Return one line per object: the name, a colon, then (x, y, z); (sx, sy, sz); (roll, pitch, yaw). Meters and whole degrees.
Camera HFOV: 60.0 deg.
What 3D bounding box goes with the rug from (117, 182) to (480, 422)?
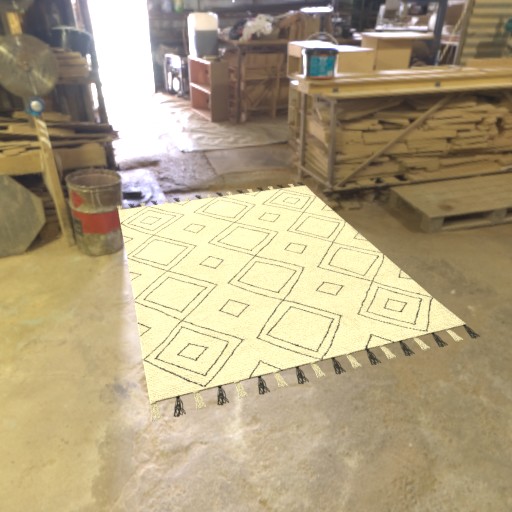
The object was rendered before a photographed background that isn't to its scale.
rug: (0.000, 0.000, 4.190); (2.342, 0.026, 3.221); (-10, 32, -16)
